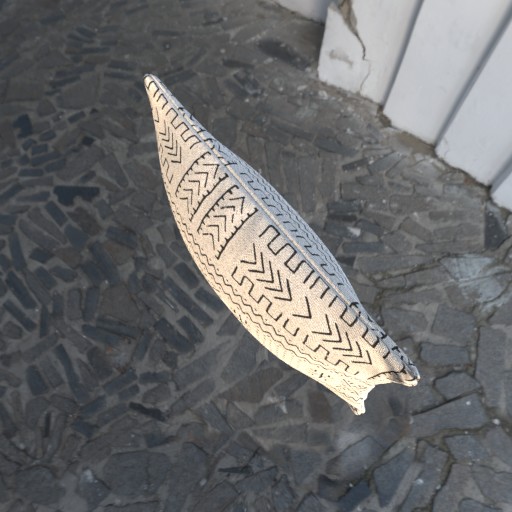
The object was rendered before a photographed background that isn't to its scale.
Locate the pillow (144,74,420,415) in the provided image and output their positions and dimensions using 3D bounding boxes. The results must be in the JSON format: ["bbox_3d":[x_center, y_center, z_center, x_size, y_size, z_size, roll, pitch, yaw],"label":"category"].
[{"bbox_3d":[0.000,0.000,0.784,0.188,0.352,0.637,-34,69,-15],"label":"pillow"}]
